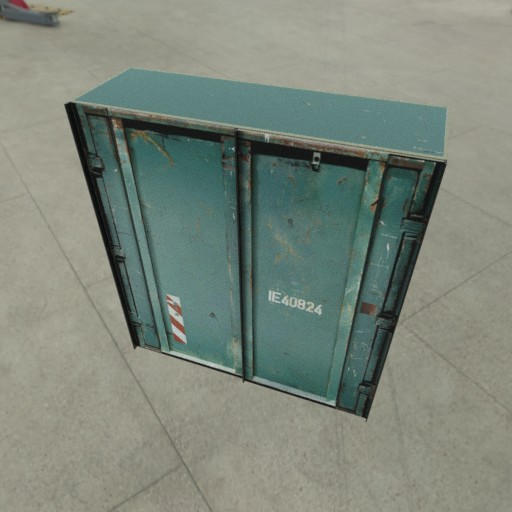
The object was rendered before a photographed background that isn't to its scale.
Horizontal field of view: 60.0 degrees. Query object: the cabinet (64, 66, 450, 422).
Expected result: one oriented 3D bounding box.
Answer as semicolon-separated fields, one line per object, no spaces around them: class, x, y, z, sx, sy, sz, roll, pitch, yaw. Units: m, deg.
cabinet;0.000;0.000;3.119;2.000;2.160;0.680;13;42;15
